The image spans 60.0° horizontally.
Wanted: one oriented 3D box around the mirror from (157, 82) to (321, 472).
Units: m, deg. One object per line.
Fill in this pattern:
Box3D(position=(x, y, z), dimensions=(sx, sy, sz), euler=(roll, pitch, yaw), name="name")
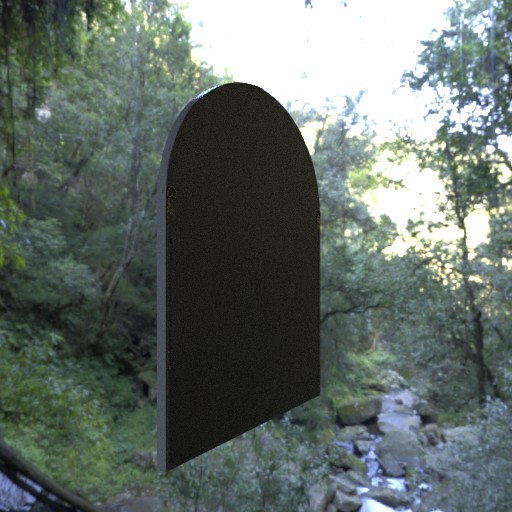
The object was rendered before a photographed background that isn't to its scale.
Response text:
Box3D(position=(0.000, 0.000, 1.211), dimensions=(0.032, 0.920, 0.660), euler=(0, 0, 38), name="mirror")
